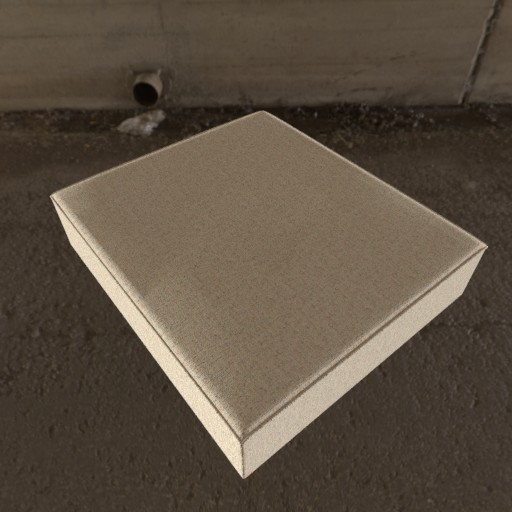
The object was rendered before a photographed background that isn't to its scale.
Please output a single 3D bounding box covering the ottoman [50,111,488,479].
[{"bbox_3d":[0.000,0.000,1.201,0.736,0.303,0.835,-30,53,-26],"label":"ottoman"}]
